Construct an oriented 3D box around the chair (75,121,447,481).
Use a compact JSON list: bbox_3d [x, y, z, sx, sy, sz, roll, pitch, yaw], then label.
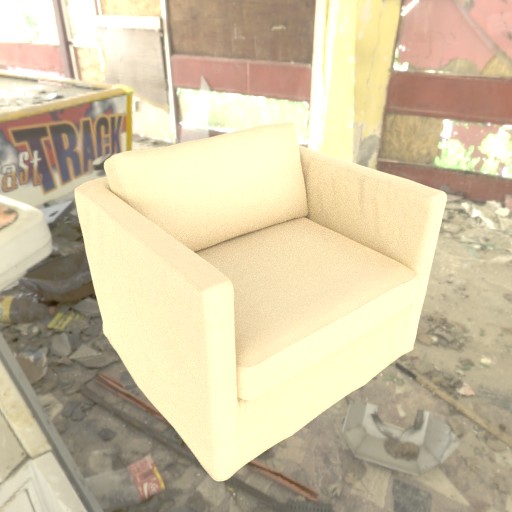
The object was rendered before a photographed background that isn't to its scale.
[{"bbox_3d":[0.000,0.000,1.739,1.057,0.851,0.947,-21,36,-32],"label":"chair"}]
